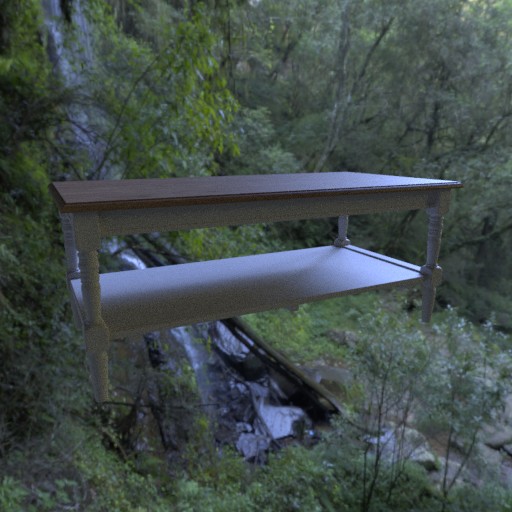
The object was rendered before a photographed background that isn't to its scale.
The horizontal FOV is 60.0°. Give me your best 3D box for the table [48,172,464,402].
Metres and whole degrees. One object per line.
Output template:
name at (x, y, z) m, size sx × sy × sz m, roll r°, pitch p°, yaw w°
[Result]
table at (0.000, 0.000, 1.384) m, size 1.118 × 0.458 × 0.559 m, roll -7°, pitch 16°, yaw -26°
